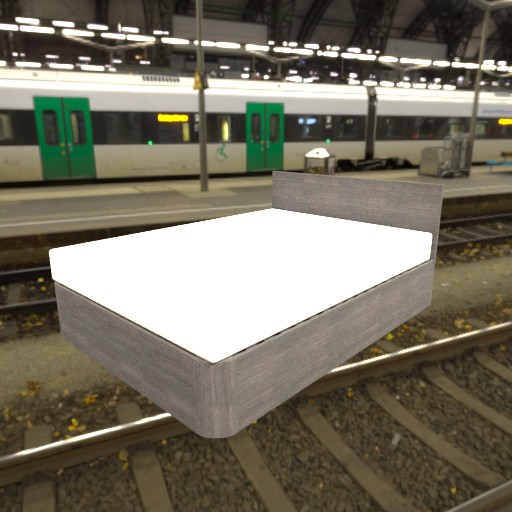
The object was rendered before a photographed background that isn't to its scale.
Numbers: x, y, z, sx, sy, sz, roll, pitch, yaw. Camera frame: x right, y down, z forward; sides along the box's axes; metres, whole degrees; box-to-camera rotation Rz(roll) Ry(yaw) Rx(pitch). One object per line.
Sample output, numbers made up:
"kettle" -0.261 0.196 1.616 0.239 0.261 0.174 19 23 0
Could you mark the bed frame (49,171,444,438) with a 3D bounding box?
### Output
"bed frame" 0.000 0.000 2.648 1.400 0.800 1.900 14 21 42
